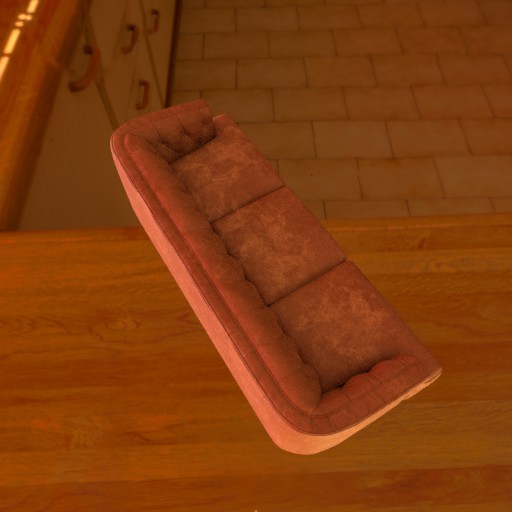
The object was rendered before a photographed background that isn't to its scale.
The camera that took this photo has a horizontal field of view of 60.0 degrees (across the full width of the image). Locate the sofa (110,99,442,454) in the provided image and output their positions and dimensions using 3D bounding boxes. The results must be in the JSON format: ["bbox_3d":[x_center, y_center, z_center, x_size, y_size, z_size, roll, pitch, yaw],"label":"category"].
[{"bbox_3d":[0.000,0.000,2.678,0.922,0.791,2.257,-29,64,-15],"label":"sofa"}]
